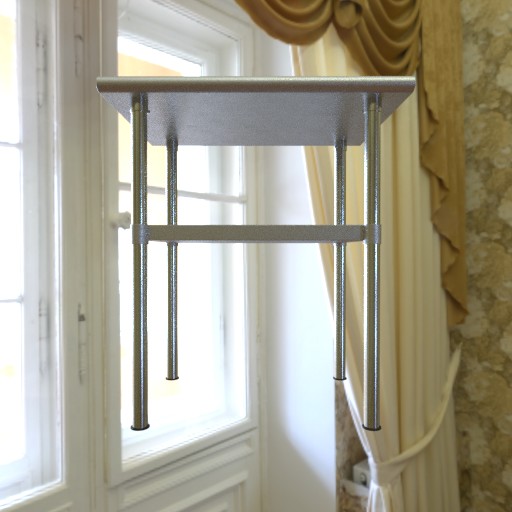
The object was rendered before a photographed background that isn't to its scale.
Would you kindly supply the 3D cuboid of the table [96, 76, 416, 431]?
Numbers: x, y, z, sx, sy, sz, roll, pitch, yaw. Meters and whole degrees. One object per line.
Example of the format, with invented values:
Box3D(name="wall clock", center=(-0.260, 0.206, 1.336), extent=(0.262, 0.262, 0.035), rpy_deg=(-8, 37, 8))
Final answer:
Box3D(name="table", center=(0.000, 0.000, 1.352), extent=(0.762, 0.876, 0.584), rpy_deg=(0, 1, 0))
